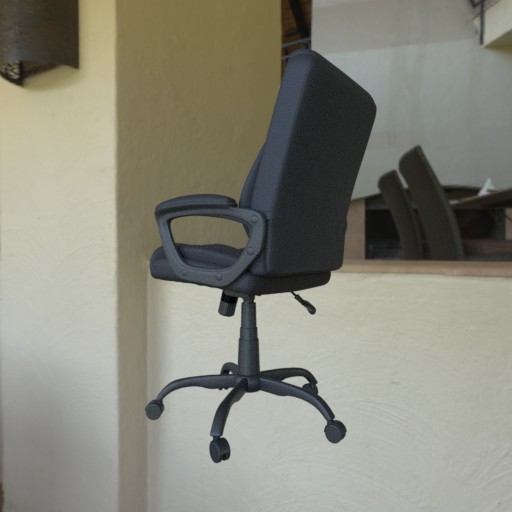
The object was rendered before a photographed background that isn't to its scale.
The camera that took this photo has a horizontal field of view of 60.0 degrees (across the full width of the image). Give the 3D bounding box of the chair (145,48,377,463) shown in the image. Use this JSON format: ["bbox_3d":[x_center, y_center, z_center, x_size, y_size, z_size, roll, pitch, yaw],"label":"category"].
[{"bbox_3d":[0.000,0.000,1.439,0.655,1.072,0.615,1,1,35],"label":"chair"}]
